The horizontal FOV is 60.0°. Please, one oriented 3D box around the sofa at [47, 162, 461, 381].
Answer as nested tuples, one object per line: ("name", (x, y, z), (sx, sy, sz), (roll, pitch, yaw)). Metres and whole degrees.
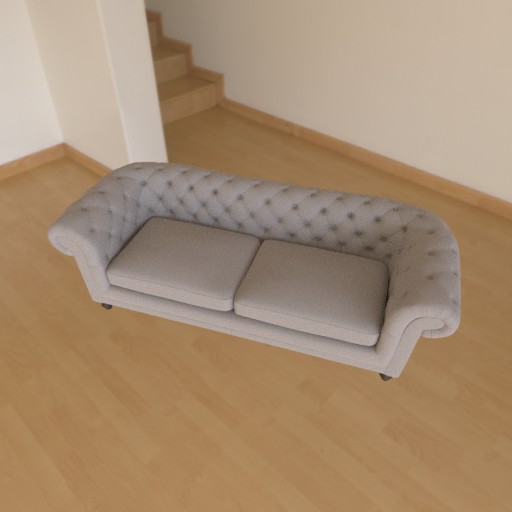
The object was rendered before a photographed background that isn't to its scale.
("sofa", (0.000, 0.000, 2.929), (2.411, 0.749, 0.991), (12, 42, 13))
